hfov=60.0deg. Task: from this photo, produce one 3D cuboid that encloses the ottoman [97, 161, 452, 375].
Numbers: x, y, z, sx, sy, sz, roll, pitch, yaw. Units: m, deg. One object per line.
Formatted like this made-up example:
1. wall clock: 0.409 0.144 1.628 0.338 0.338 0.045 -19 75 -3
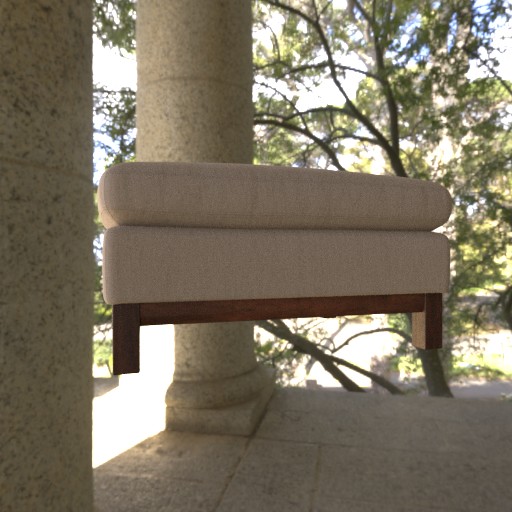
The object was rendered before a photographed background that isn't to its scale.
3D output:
1. ottoman: 0.000 0.000 1.154 0.771 0.420 0.606 0 0 -18
